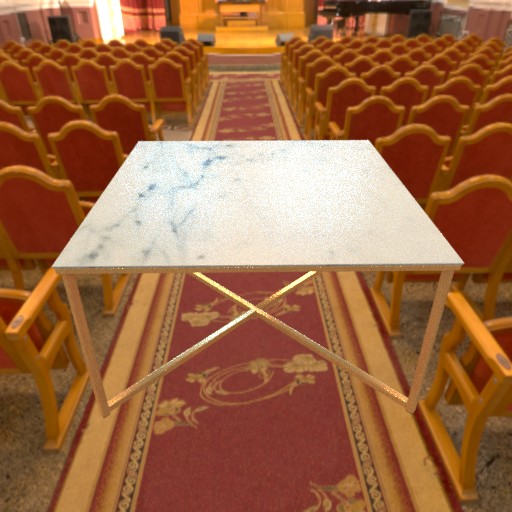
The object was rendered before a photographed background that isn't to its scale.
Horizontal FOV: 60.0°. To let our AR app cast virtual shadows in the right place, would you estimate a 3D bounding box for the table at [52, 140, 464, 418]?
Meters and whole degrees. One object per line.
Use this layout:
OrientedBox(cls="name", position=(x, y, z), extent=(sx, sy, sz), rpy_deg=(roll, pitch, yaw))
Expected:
OrientedBox(cls="table", position=(0.000, 0.000, 1.316), extent=(0.800, 0.450, 0.800), rpy_deg=(0, 31, -1))
